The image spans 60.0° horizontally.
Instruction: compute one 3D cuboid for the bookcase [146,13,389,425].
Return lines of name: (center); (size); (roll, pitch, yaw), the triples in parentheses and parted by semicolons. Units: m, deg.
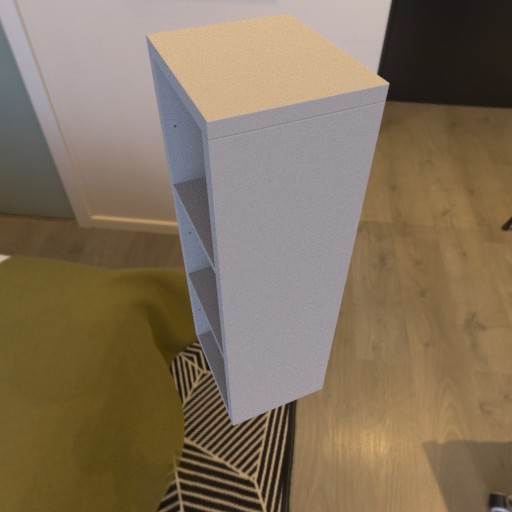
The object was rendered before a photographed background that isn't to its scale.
bookcase: (0.000, 0.000, 1.224); (0.330, 1.080, 0.390); (-17, 48, -16)
